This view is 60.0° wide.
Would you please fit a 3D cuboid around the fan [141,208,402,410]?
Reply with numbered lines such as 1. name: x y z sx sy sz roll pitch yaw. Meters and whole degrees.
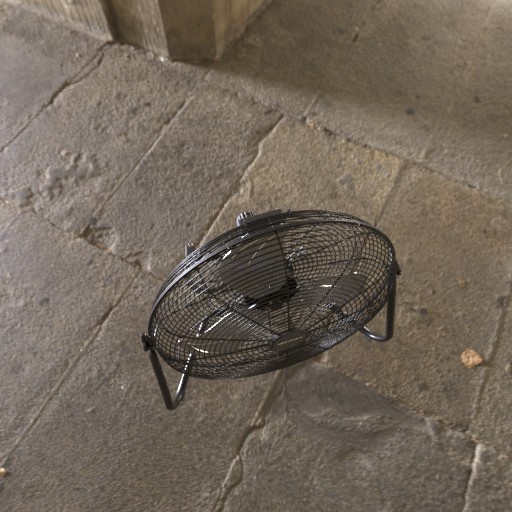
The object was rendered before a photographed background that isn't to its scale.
1. fan: 0.000 0.000 1.014 0.595 0.605 0.470 -16 65 -7
